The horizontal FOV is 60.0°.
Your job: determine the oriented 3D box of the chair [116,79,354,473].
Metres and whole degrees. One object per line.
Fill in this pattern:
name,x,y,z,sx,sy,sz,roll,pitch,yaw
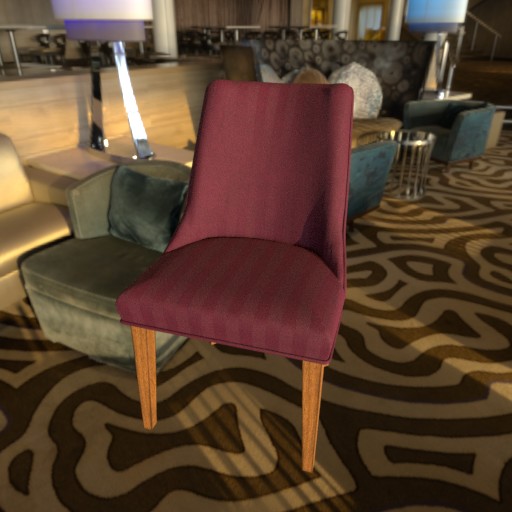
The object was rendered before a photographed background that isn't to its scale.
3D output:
chair,0.000,0.000,1.296,0.548,0.916,0.638,8,28,15
